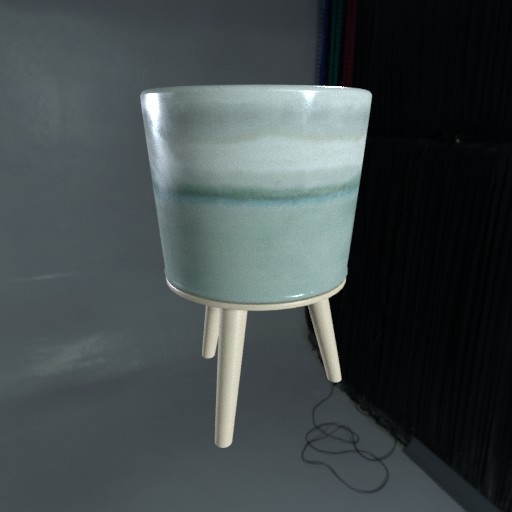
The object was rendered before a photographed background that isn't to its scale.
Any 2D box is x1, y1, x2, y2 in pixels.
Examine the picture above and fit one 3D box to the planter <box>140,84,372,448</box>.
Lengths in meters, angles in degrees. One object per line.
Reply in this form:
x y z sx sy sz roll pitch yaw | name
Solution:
0.000 0.000 0.581 0.265 0.404 0.265 -9 20 -27 | planter
